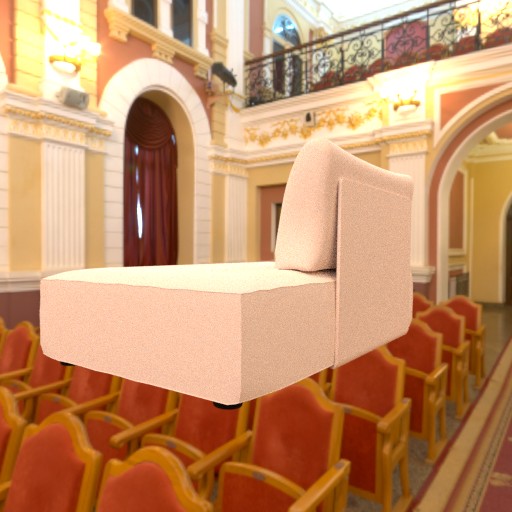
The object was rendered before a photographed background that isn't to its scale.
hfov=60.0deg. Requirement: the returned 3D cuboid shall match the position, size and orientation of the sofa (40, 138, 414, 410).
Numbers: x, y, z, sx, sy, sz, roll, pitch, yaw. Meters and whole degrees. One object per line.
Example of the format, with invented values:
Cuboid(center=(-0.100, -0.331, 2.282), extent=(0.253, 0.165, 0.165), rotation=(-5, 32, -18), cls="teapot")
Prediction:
Cuboid(center=(0.000, 0.000, 1.987), extent=(1.000, 0.820, 1.450), rotation=(1, 1, 36), cls="sofa")
